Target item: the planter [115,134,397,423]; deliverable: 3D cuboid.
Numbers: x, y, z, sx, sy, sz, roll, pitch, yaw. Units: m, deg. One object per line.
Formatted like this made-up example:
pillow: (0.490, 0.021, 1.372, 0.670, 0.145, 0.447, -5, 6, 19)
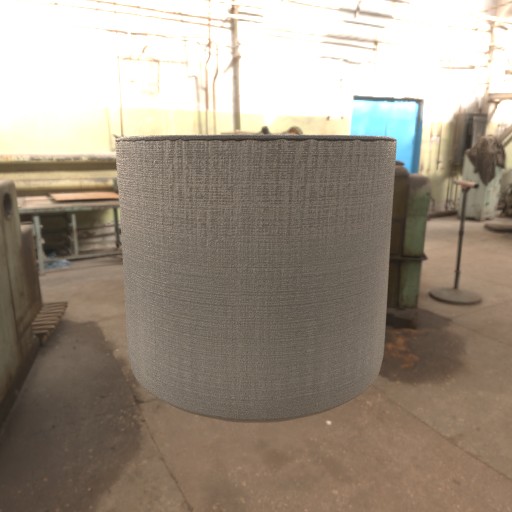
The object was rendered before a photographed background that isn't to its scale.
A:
planter: (0.000, 0.000, 0.216, 0.125, 0.112, 0.125, 0, 14, 0)
